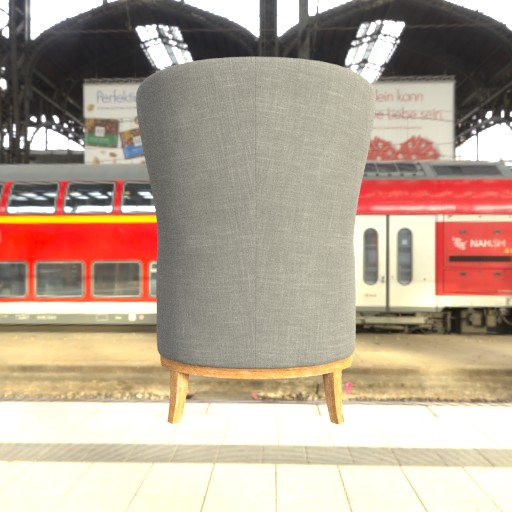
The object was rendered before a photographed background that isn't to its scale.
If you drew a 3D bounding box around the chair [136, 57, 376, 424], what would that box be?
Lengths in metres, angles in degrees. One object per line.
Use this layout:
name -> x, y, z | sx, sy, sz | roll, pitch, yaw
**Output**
chair -> 0.000, 0.000, 1.725 | 0.864, 1.176, 0.883 | 0, 0, 0
